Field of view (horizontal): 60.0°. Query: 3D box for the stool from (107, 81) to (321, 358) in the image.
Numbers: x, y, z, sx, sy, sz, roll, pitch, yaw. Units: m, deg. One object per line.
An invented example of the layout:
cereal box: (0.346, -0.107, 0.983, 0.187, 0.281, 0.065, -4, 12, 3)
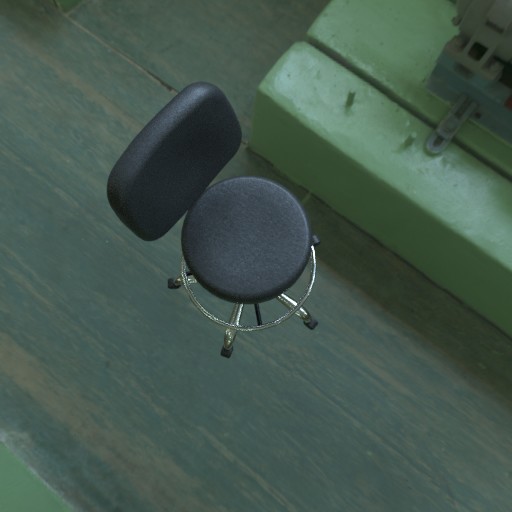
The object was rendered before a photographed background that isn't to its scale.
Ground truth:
stool: (0.000, 0.000, 1.499, 0.658, 1.069, 0.694, 36, 79, 8)
